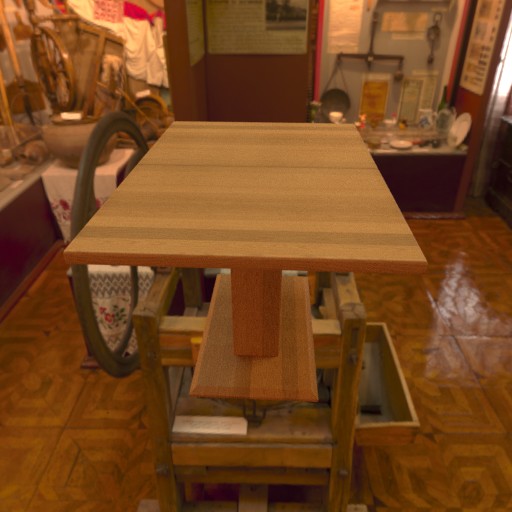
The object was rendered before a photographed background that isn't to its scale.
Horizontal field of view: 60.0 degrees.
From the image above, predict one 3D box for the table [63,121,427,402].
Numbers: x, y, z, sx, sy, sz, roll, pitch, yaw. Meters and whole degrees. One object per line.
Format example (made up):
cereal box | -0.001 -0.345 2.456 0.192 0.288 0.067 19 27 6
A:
table | 0.000 0.000 1.834 0.900 0.770 1.300 2 31 3
